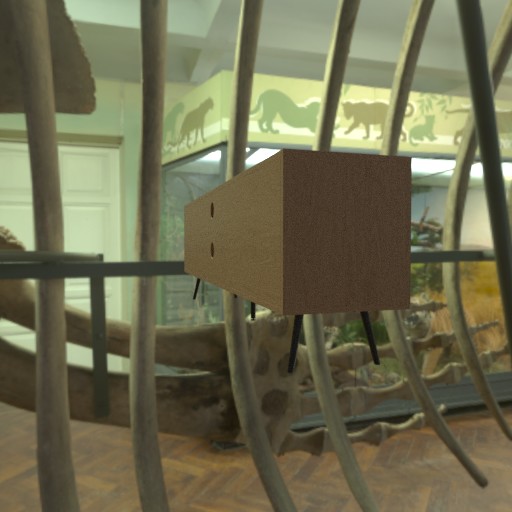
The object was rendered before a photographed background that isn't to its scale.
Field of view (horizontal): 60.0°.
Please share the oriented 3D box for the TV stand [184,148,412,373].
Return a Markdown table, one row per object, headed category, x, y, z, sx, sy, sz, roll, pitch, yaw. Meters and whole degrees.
| category | x | y | z | sx | sy | sz | roll | pitch | yaw |
| --- | --- | --- | --- | --- | --- | --- | --- | --- | --- |
| TV stand | 0.000 | 0.000 | 1.996 | 0.400 | 0.580 | 1.760 | -1 | 2 | -17 |
